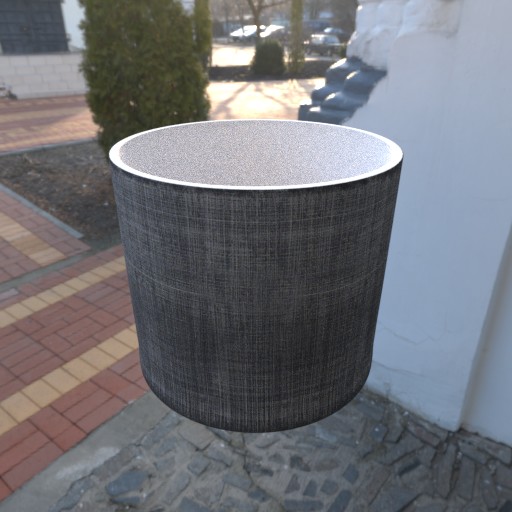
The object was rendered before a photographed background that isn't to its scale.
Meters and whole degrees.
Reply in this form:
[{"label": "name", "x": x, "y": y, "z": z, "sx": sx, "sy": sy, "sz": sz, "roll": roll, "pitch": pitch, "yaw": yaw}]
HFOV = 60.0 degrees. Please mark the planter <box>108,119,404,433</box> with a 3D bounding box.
[{"label": "planter", "x": 0.000, "y": 0.000, "z": 0.314, "sx": 0.178, "sy": 0.157, "sz": 0.178, "roll": 0, "pitch": 27, "yaw": 0}]
